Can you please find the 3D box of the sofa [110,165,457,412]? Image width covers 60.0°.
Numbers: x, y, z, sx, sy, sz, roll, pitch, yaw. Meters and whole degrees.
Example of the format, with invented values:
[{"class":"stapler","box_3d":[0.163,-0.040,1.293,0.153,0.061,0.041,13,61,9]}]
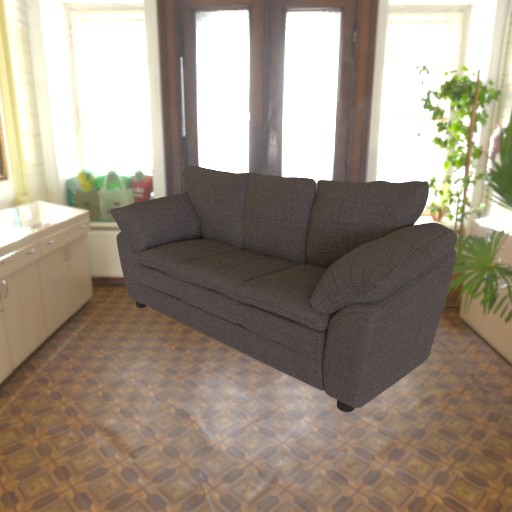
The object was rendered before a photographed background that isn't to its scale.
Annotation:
[{"class":"sofa","box_3d":[0.000,0.000,2.927,0.883,1.080,2.336,-14,20,-43]}]
